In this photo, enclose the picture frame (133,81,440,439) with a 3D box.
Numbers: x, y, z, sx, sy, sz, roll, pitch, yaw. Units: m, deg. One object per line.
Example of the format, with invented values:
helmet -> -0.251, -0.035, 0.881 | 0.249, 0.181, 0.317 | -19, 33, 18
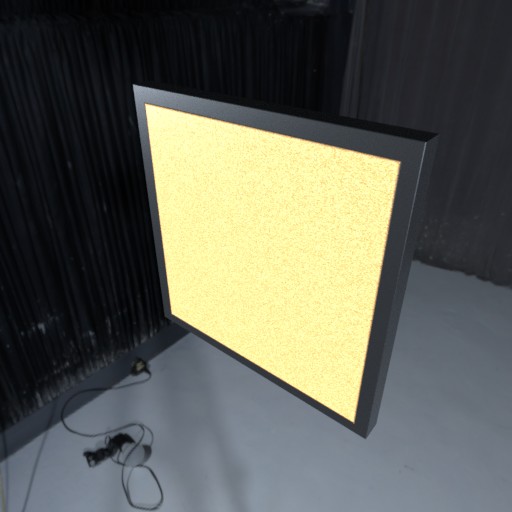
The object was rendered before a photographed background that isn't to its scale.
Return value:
picture frame -> 0.000, 0.000, 0.531 | 0.355, 0.353, 0.029 | 23, 39, 33
